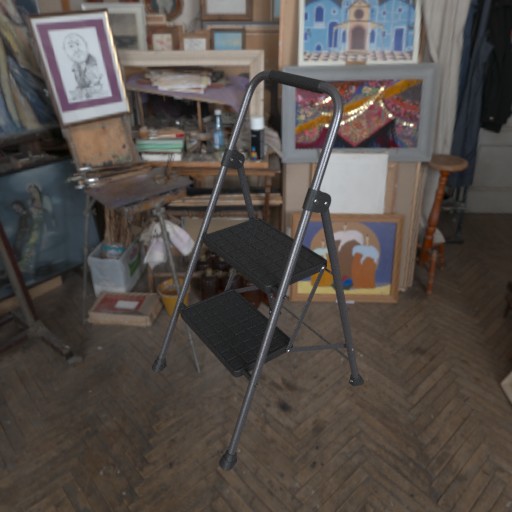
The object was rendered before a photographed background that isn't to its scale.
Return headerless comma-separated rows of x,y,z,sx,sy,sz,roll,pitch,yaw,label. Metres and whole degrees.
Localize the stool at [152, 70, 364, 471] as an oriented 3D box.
0.000,0.000,1.166,0.514,0.872,0.450,-21,37,-30,stool
